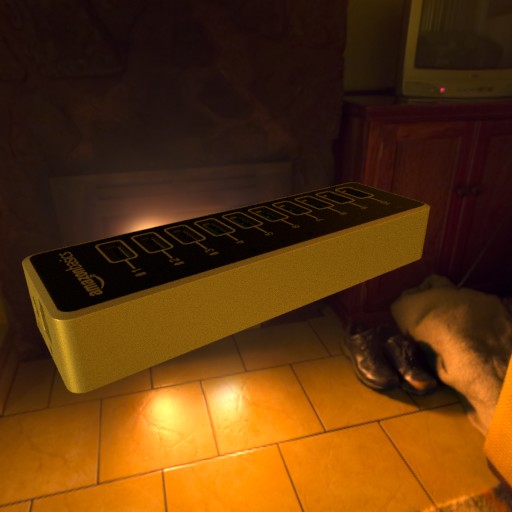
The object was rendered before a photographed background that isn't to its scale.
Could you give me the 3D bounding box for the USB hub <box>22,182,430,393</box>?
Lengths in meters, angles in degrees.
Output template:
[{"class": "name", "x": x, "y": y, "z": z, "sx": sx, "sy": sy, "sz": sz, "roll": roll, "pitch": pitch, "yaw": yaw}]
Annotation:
[{"class": "USB hub", "x": 0.000, "y": 0.000, "z": 0.161, "sx": 0.145, "sy": 0.023, "sz": 0.044, "roll": -17, "pitch": 30, "yaw": -32}]
